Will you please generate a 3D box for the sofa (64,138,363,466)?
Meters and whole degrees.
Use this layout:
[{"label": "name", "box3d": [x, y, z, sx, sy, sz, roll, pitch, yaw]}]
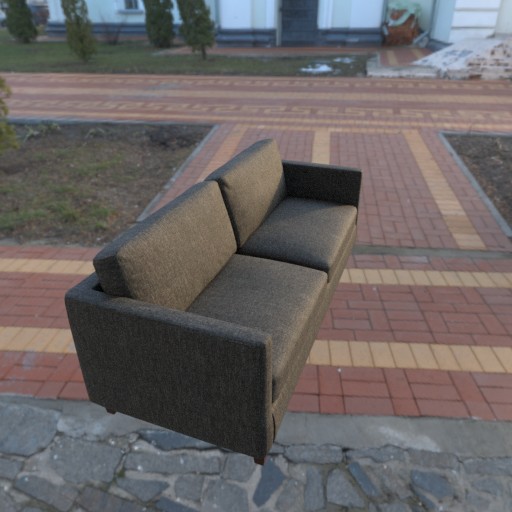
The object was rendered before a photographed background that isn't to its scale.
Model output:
[{"label": "sofa", "box3d": [0.000, 0.000, 2.742, 0.948, 0.960, 2.208, 11, 31, 18]}]
